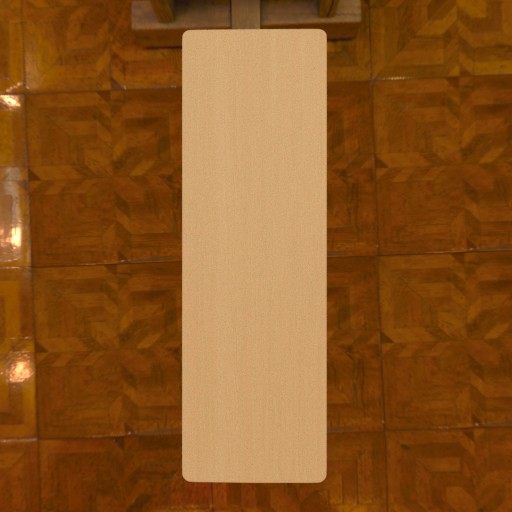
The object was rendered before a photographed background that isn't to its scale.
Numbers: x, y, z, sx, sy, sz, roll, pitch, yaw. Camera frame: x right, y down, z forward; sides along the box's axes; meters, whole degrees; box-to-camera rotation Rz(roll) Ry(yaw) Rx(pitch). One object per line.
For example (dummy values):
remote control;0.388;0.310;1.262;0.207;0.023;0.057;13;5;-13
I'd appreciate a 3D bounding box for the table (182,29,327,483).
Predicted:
table;0.000;0.000;1.740;0.446;0.750;1.397;0;90;1
